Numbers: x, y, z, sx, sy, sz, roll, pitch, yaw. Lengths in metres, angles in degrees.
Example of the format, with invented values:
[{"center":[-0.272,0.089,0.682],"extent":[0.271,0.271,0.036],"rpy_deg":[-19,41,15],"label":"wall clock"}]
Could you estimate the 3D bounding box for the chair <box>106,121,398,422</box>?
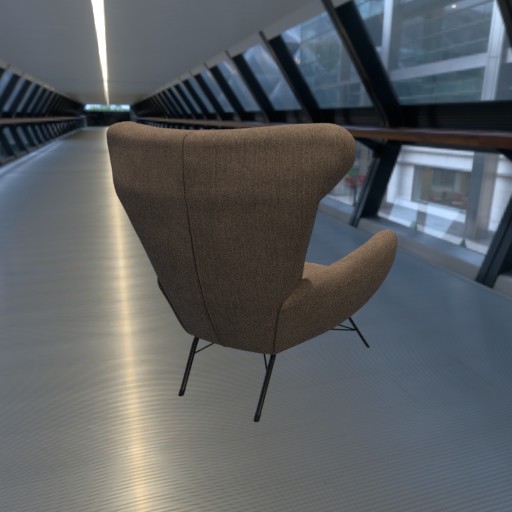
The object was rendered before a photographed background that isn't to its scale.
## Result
[{"center":[0.000,0.000,1.791],"extent":[0.980,1.040,0.900],"rpy_deg":[8,18,26],"label":"chair"}]
